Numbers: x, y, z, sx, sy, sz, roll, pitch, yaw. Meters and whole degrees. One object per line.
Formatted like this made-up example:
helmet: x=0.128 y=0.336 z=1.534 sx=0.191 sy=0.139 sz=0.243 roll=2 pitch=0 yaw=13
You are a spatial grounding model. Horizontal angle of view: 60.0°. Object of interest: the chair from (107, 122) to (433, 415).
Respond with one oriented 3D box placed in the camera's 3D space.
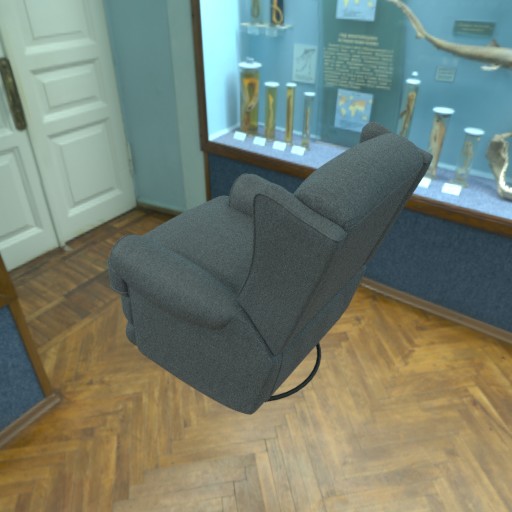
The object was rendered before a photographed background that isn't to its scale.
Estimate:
chair: x=0.000 y=0.000 z=1.707 sx=0.969 sy=1.011 sz=0.847 roll=23 pitch=40 yaw=30
